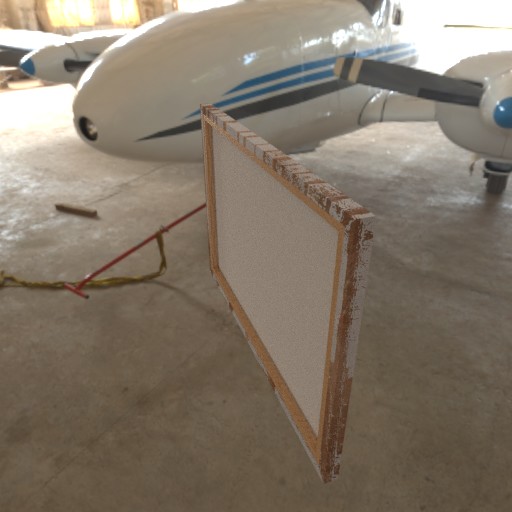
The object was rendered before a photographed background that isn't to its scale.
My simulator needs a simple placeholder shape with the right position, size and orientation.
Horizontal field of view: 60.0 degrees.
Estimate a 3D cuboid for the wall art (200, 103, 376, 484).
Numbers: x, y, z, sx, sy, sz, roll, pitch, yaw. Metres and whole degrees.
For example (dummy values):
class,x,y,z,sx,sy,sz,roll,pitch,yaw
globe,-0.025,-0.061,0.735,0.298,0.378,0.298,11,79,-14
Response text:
class,x,y,z,sx,sy,sz,roll,pitch,yaw
wall art,0.000,0.000,1.159,0.035,0.609,0.914,-10,31,-18
